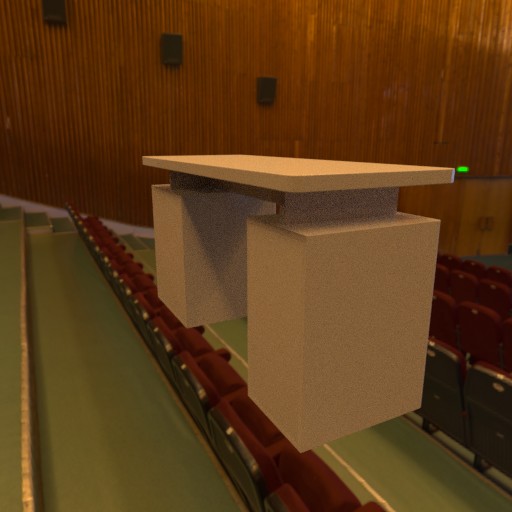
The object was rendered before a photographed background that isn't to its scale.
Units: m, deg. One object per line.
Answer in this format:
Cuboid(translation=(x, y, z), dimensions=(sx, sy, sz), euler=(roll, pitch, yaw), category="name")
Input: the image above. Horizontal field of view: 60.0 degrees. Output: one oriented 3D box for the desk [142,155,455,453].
Cuboid(translation=(0.000, 0.000, 1.812), dimensions=(0.550, 0.762, 1.400), euler=(-8, 16, -27), category="desk")
